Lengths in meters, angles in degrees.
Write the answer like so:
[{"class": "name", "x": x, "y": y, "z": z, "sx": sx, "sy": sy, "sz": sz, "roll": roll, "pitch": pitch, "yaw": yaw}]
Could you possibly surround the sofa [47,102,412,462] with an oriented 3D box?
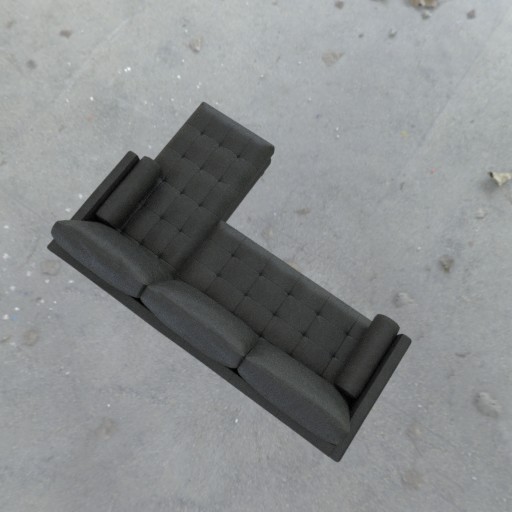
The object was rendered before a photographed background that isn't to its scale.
[{"class": "sofa", "x": 0.000, "y": 0.000, "z": 2.924, "sx": 2.178, "sy": 0.876, "sz": 1.497, "roll": 34, "pitch": 78, "yaw": 9}]
